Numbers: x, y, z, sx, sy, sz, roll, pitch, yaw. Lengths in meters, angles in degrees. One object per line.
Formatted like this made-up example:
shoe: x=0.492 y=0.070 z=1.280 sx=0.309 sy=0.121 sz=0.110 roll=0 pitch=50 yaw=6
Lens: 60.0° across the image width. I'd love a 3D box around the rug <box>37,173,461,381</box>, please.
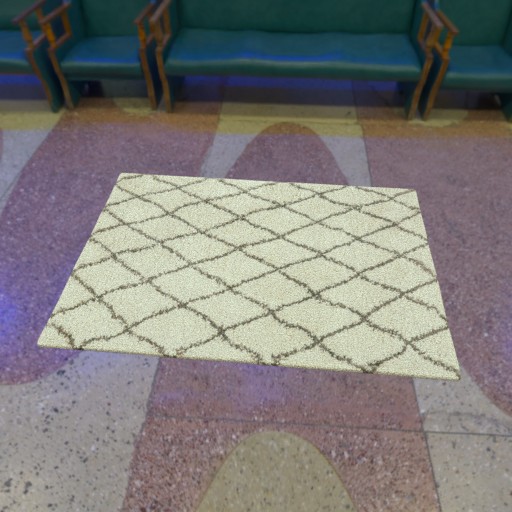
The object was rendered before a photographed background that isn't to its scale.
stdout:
rug: x=0.000 y=0.000 z=2.255 sx=1.778 sy=0.030 sz=1.219 roll=4 pitch=47 yaw=4
